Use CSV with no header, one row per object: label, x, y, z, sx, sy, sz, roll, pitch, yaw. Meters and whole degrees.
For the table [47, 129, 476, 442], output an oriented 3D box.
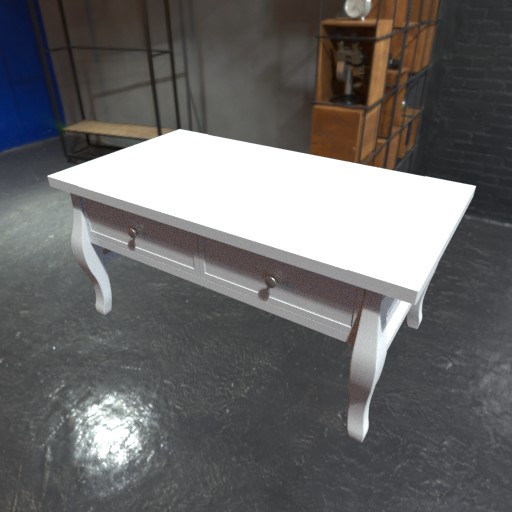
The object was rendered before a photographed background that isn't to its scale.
table,0.000,0.000,1.379,1.062,0.495,0.600,18,36,27
